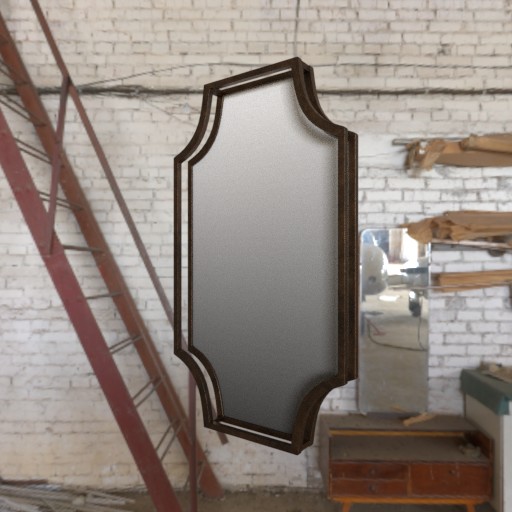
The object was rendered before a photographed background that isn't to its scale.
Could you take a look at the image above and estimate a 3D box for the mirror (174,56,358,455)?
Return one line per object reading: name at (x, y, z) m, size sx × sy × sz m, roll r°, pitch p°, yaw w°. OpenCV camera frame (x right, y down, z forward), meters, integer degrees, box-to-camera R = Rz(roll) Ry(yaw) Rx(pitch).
mirror at (0.000, 0.000, 1.002) m, size 0.462 × 0.811 × 0.066 m, roll 0°, pitch 0°, yaw 36°
